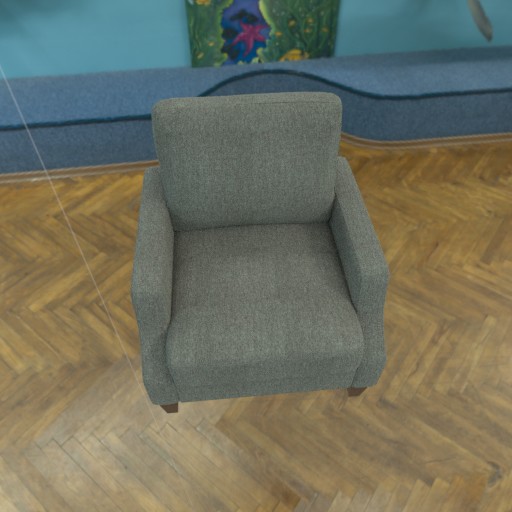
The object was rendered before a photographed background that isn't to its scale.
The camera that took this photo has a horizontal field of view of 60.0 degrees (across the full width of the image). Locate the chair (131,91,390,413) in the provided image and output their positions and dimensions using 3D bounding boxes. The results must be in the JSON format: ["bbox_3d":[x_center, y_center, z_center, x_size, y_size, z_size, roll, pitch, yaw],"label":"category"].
[{"bbox_3d":[0.000,0.000,1.684,0.855,0.993,0.897,-4,48,-4],"label":"chair"}]
